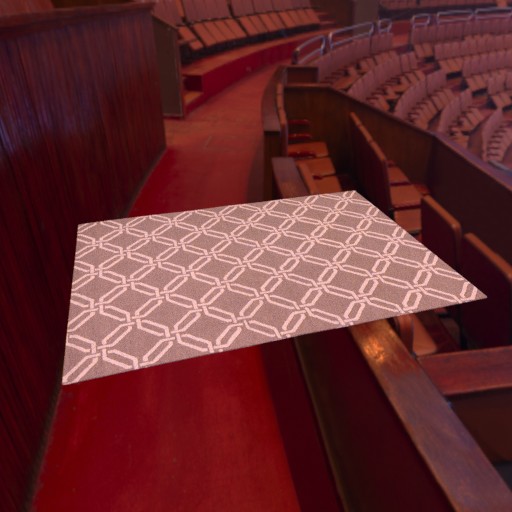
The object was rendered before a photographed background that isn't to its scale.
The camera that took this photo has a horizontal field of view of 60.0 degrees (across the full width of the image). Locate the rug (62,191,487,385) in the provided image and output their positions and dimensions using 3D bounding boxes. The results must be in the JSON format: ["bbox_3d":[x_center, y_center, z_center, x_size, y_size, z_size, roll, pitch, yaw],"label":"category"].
[{"bbox_3d":[0.000,0.000,4.361,3.419,0.020,2.441,-9,32,-14],"label":"rug"}]
